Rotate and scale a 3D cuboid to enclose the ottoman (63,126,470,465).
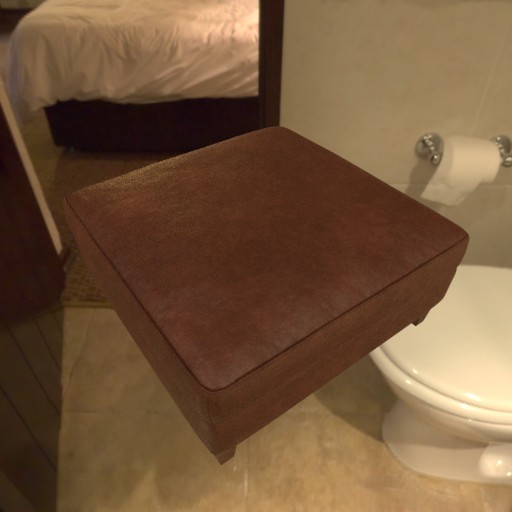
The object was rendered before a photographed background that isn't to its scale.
[{"bbox_3d":[0.000,0.000,1.316,0.844,0.415,0.836,-26,48,-26],"label":"ottoman"}]
